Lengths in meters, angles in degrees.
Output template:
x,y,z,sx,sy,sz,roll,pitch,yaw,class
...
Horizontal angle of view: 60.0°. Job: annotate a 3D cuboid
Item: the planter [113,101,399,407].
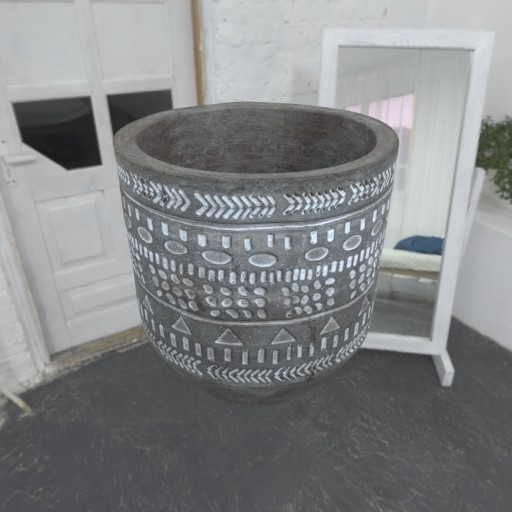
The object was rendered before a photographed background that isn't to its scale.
x,y,z,sx,sy,sz,roll,pitch,yaw,class
0.000,0.000,0.263,0.142,0.149,0.142,0,31,0,planter
